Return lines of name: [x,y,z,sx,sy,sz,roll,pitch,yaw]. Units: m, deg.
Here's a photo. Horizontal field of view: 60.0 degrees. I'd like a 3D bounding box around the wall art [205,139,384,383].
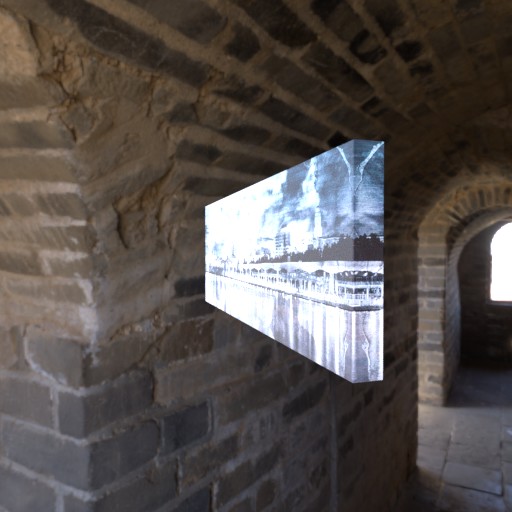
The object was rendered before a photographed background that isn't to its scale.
wall art: [0.000,0.000,0.821,0.037,0.251,0.759,0,1,-18]
